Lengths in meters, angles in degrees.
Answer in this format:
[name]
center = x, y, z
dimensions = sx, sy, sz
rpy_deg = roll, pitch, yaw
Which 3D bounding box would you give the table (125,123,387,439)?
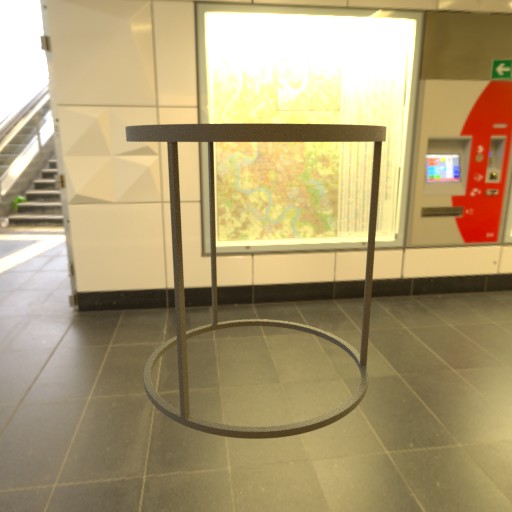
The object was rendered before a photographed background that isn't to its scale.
[table]
center = 0.000, 0.000, 0.892
dimensions = 0.470, 0.498, 0.470
rpy_deg = 0, 15, 0
